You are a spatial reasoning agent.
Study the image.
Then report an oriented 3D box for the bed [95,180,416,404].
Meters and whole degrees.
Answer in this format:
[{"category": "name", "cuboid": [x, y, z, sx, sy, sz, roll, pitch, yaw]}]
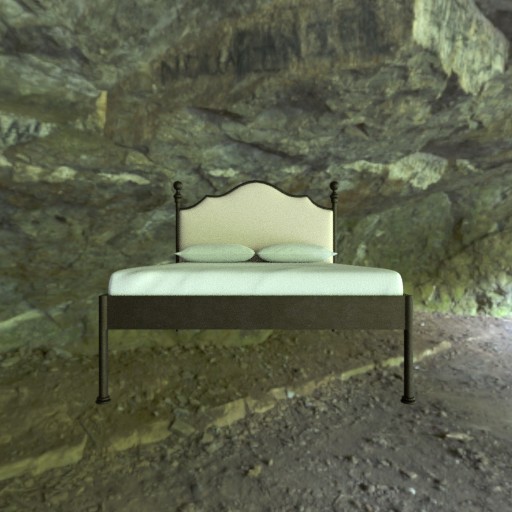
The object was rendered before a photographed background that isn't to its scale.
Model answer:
[{"category": "bed", "cuboid": [0.000, 0.000, 3.323, 1.642, 1.499, 2.224, 0, 0, 0]}]
